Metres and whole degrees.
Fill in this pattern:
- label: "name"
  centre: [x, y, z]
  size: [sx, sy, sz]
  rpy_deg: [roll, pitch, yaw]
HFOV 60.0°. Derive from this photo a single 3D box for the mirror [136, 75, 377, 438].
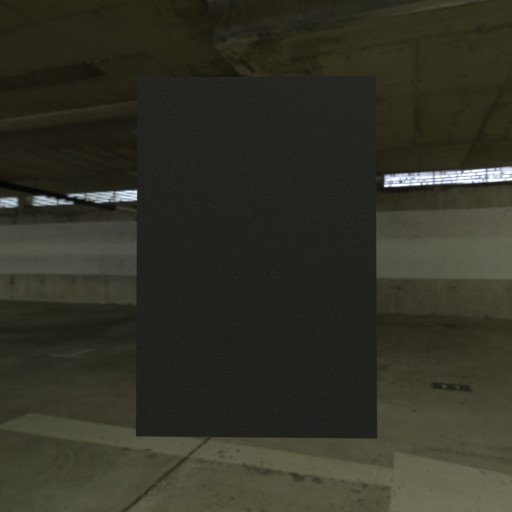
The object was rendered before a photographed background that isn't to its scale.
- label: "mirror"
  centre: [0.000, 0.000, 1.142]
  size: [0.606, 0.912, 0.044]
  rpy_deg: [0, -1, 1]
